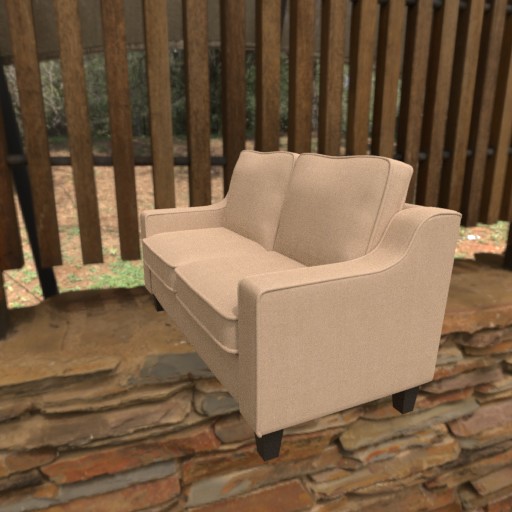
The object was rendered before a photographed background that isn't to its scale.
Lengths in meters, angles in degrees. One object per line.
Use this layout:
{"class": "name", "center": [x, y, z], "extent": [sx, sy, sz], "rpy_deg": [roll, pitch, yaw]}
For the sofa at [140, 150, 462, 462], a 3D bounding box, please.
{"class": "sofa", "center": [0.000, 0.000, 3.441], "extent": [1.351, 1.562, 2.587], "rpy_deg": [-7, 16, -25]}
